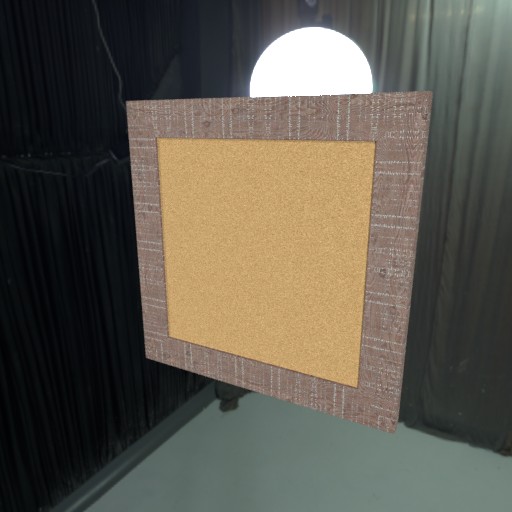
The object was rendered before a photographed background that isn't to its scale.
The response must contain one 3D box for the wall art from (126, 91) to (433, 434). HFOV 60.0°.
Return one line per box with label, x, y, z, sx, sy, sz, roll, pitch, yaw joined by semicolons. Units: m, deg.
wall art;0.000;0.000;0.787;0.531;0.531;0.029;9;18;27
